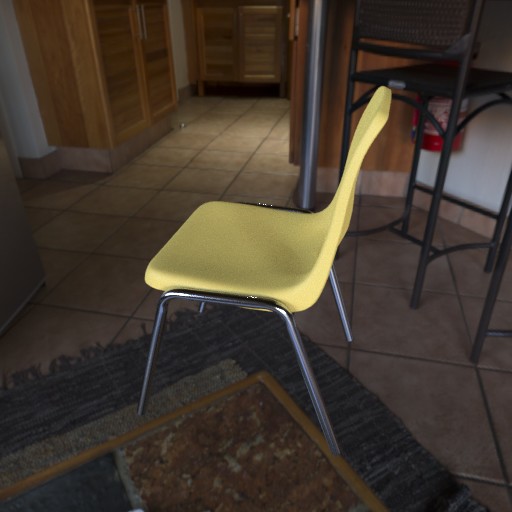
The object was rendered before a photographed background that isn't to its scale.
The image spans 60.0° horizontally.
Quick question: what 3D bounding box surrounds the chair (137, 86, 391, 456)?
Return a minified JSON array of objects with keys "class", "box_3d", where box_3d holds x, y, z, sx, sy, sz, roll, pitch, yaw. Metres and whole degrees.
[{"class":"chair","box_3d":[0.000,0.000,0.893,0.436,0.653,0.381,8,32,13]}]
